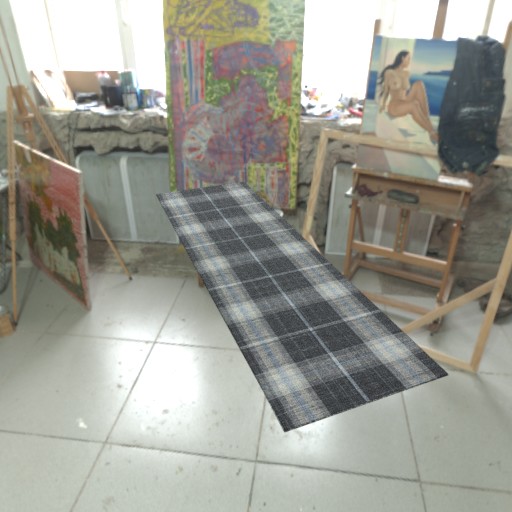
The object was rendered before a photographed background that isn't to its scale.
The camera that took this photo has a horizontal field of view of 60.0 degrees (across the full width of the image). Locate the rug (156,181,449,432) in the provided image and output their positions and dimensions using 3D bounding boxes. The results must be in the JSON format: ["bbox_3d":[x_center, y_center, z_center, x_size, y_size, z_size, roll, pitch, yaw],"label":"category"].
[{"bbox_3d":[0.000,0.000,2.699,0.760,0.012,2.434,-11,32,-19],"label":"rug"}]
